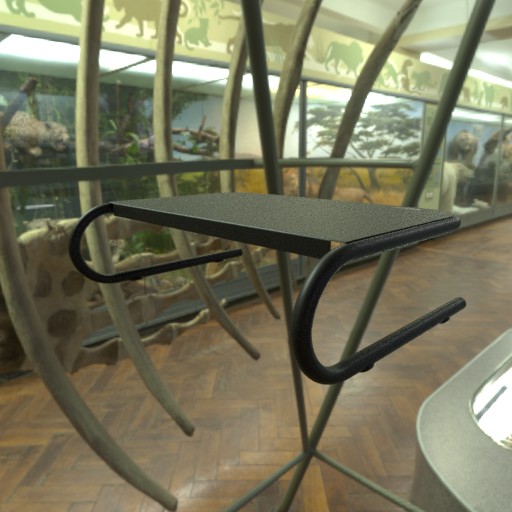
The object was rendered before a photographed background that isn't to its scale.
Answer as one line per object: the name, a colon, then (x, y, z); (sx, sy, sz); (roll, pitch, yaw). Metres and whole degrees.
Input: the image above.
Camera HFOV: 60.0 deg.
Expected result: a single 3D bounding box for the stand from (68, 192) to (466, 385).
stand: (0.000, 0.000, 0.503); (0.280, 0.108, 0.370); (-13, 18, -43)
